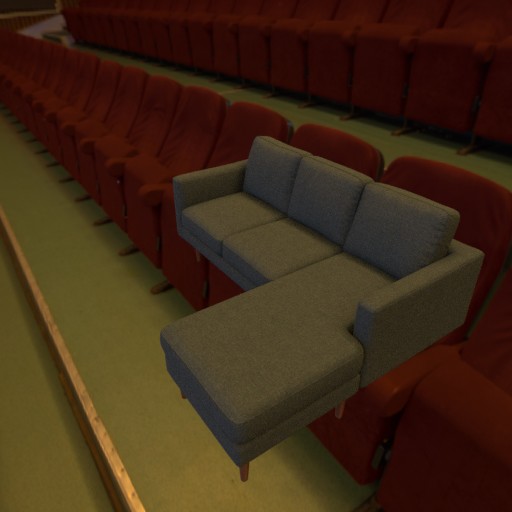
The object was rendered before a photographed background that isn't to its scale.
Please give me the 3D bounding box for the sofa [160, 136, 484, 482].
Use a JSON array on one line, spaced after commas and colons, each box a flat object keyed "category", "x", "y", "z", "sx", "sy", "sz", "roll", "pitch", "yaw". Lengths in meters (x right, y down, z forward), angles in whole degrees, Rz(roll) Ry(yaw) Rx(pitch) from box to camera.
[{"category": "sofa", "x": 0.000, "y": 0.000, "z": 2.855, "sx": 1.667, "sy": 0.957, "sz": 2.055, "roll": -20, "pitch": 37, "yaw": -30}]
